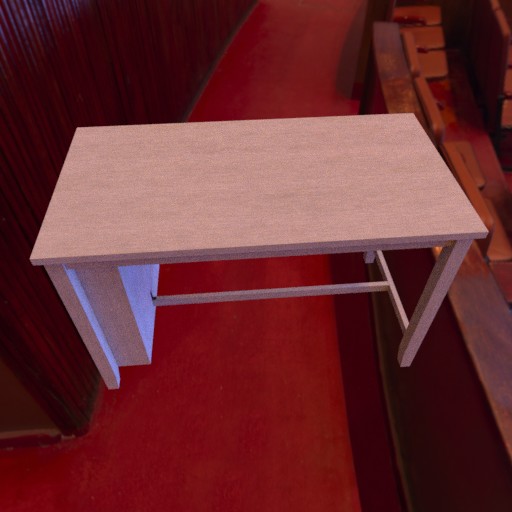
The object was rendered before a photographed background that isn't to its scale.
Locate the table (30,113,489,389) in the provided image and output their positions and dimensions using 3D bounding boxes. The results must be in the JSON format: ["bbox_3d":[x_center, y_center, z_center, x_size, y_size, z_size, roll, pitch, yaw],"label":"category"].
[{"bbox_3d":[0.000,0.000,1.910,1.397,0.874,0.729,-3,47,-3],"label":"table"}]
